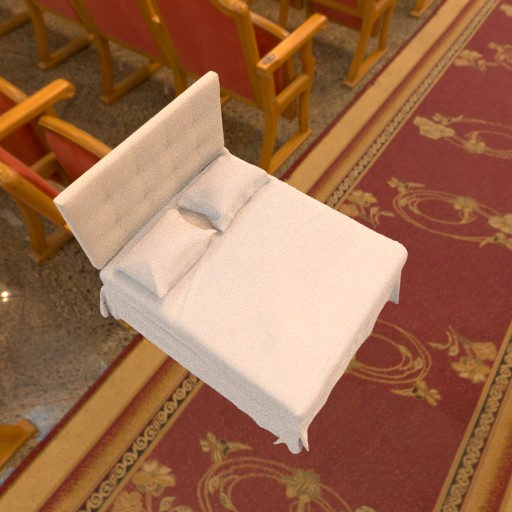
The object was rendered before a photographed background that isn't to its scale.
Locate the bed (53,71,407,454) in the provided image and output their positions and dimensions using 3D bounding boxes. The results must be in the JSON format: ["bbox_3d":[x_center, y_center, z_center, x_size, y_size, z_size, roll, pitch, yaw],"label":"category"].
[{"bbox_3d":[0.000,0.000,3.526,2.222,1.577,1.936,32,64,18],"label":"bed"}]
